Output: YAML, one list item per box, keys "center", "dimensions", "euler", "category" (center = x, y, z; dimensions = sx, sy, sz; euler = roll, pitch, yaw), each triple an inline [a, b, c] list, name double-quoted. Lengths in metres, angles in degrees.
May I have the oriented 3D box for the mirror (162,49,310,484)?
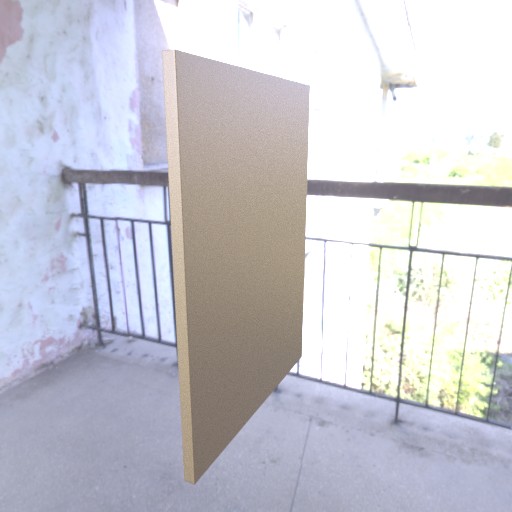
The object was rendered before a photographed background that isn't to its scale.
- center: [0.000, 0.000, 1.326]
  dimensions: [0.032, 1.023, 0.756]
  euler: [8, 17, 26]
  category: "mirror"
